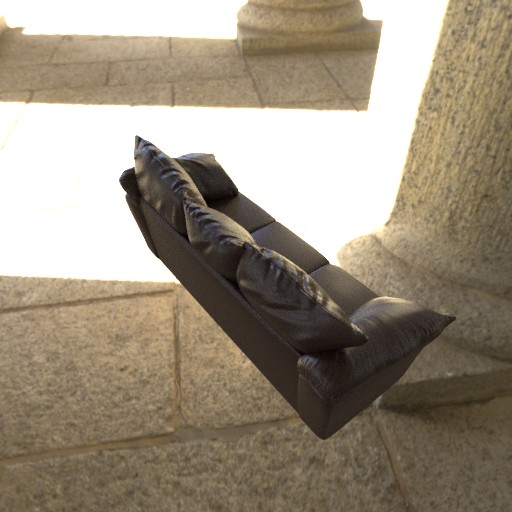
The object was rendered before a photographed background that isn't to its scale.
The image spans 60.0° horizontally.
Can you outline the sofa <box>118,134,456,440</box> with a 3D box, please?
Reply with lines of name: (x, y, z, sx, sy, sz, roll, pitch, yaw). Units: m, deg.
sofa: (0.000, 0.000, 2.983, 0.907, 1.091, 2.390, -28, 49, -27)
